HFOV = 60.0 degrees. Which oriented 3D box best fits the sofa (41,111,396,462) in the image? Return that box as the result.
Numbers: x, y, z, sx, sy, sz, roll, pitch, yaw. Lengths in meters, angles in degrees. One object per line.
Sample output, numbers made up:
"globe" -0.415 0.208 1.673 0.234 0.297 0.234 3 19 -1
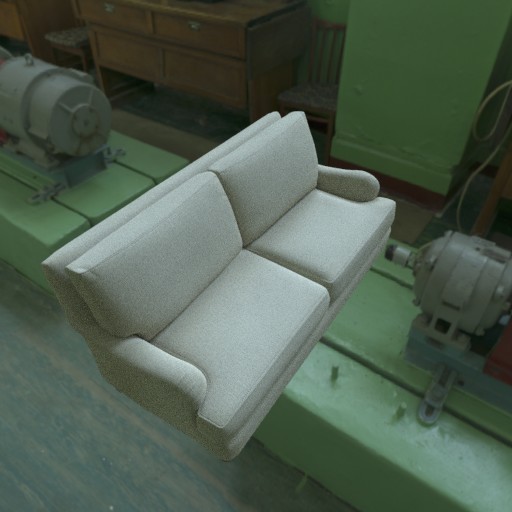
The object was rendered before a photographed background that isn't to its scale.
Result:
"sofa" 0.000 0.000 2.690 1.091 0.997 2.070 24 47 25
